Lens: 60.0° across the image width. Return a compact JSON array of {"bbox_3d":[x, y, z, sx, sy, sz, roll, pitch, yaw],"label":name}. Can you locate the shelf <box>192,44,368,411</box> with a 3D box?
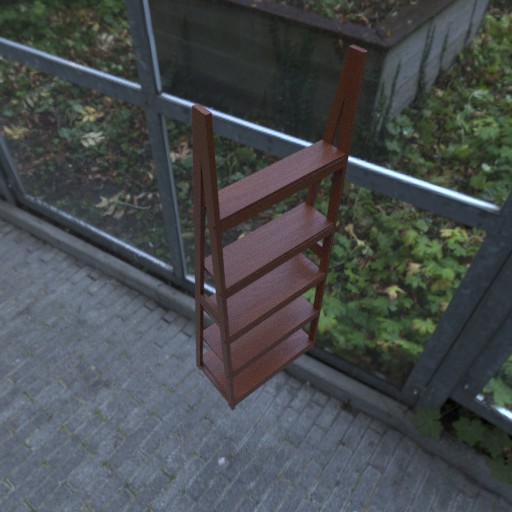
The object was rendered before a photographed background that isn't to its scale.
[{"bbox_3d":[0.000,0.000,2.013,0.630,1.780,0.356,-31,54,-25],"label":"shelf"}]
